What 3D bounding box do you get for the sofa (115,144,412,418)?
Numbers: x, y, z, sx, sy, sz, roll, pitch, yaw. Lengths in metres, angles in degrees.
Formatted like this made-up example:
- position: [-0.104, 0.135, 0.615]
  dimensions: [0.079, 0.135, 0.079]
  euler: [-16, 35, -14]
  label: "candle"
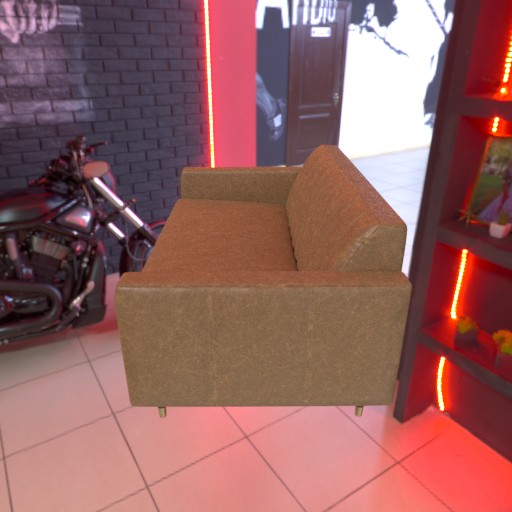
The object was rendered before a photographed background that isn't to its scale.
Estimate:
- position: [0.000, 0.000, 2.138]
  dimensions: [0.960, 0.820, 1.549]
  euler: [0, 25, 0]
  label: "sofa"
